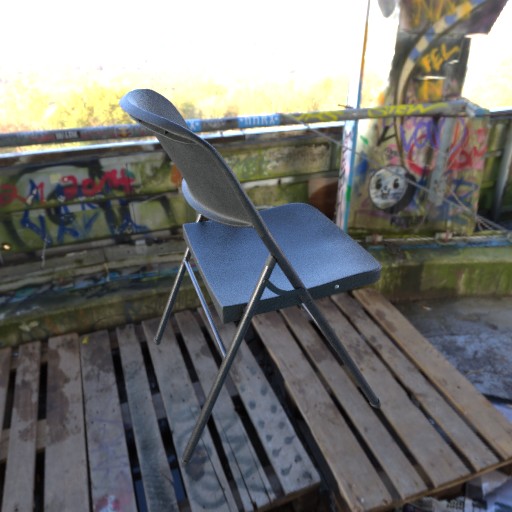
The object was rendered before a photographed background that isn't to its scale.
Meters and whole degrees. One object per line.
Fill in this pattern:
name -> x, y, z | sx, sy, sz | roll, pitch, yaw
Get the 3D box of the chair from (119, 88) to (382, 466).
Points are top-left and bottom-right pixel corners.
chair -> 0.000, 0.000, 1.145 | 0.567, 0.810, 0.494 | -10, 31, -17
